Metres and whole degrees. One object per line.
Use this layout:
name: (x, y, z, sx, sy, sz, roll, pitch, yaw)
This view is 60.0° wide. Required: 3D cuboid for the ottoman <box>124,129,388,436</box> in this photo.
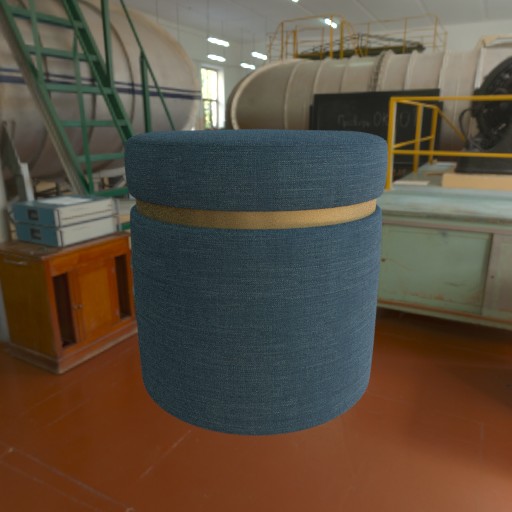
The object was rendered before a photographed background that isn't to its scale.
ottoman: (0.000, 0.000, 0.738, 0.398, 0.406, 0.398, 0, 16, 0)
